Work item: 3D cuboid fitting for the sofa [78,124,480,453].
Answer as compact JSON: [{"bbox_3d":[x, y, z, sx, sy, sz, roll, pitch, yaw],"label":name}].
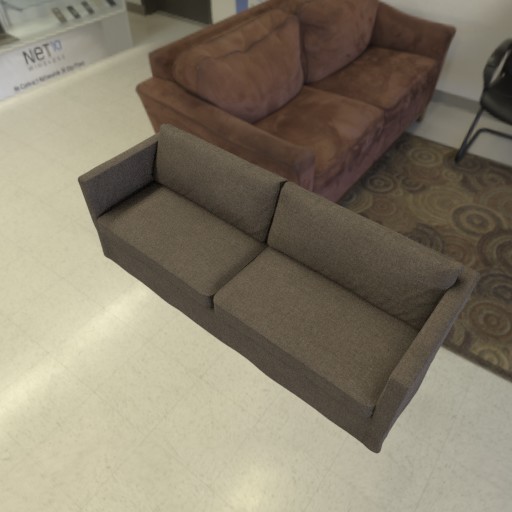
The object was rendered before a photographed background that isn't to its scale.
[{"bbox_3d":[0.000,0.000,3.284,2.779,0.998,1.036,31,54,26],"label":"sofa"}]
